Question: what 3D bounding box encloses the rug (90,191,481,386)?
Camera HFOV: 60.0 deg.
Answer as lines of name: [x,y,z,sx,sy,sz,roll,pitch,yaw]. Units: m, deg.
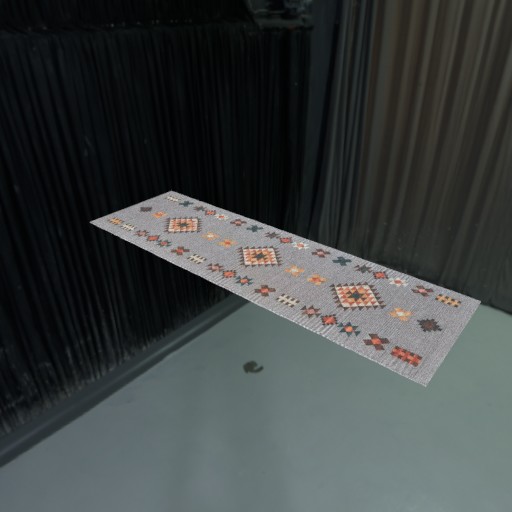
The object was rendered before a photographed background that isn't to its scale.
rug: [0.000,0.000,2.742,2.432,0.008,0.766,22,37,33]
